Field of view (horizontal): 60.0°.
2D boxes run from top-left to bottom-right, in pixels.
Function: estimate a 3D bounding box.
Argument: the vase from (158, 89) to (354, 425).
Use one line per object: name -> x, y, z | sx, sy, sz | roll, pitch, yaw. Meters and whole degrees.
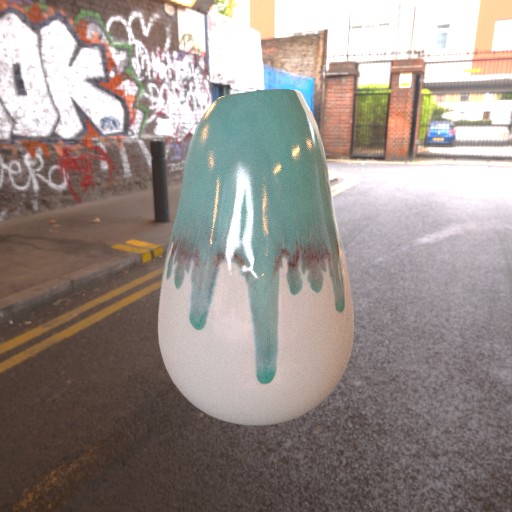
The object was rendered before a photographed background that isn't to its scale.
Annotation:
vase -> 0.000, 0.000, 0.257 | 0.116, 0.179, 0.116 | 0, 17, 0
